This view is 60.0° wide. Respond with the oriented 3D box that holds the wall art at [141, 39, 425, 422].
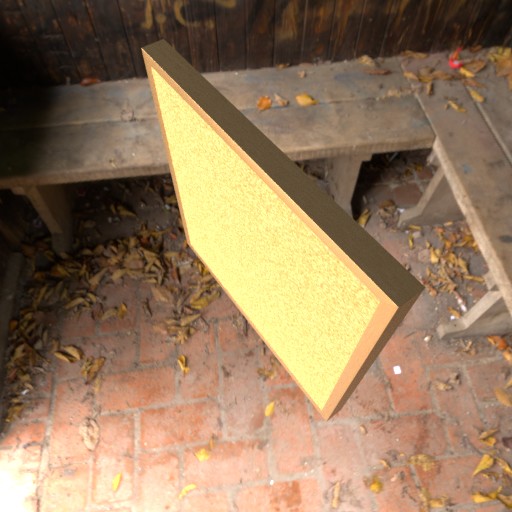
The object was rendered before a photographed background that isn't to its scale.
[{"bbox_3d":[0.000,0.000,0.751,0.037,0.509,0.510,-32,63,-18],"label":"wall art"}]
